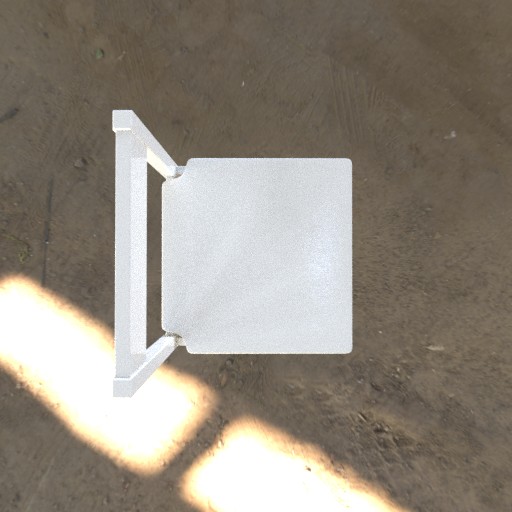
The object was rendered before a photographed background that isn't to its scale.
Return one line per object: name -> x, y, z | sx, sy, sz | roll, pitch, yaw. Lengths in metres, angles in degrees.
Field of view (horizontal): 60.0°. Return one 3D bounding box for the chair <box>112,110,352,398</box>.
chair -> 0.000, 0.000, 0.878 | 0.361, 0.668, 0.367 | 0, 90, 0
